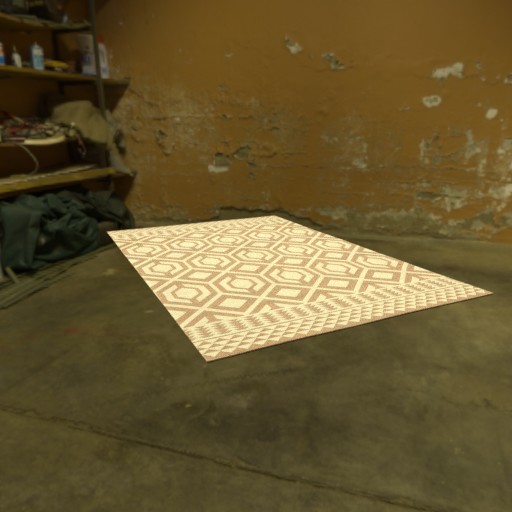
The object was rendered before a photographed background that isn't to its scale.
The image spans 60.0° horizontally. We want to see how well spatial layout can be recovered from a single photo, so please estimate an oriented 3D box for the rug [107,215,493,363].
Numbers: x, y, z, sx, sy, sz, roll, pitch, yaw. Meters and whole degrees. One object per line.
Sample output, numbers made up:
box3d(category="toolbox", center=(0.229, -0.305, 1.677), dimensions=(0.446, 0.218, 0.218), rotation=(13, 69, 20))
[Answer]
box3d(category="rug", center=(0.000, 0.000, 2.303), dimensions=(1.219, 0.008, 1.829), rotation=(-8, 18, -25))
